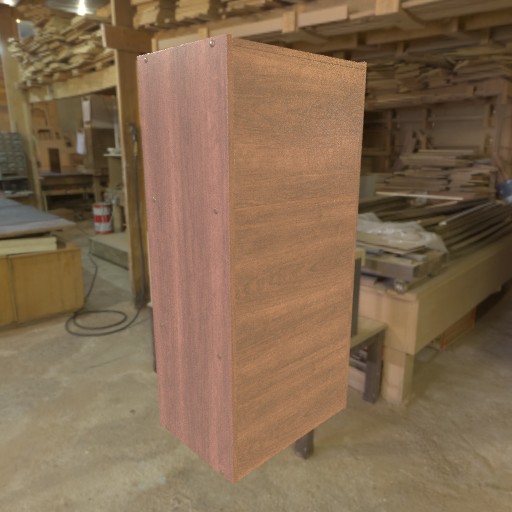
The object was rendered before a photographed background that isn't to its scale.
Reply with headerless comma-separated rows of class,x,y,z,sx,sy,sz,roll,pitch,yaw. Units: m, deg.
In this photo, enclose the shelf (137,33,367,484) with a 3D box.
shelf,0.000,0.000,1.071,0.414,0.879,0.290,-14,20,-42
